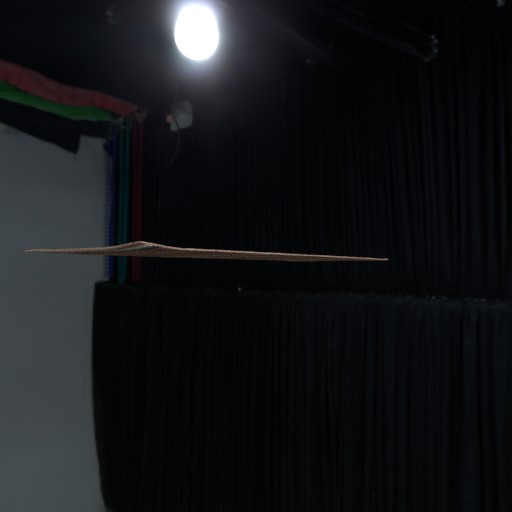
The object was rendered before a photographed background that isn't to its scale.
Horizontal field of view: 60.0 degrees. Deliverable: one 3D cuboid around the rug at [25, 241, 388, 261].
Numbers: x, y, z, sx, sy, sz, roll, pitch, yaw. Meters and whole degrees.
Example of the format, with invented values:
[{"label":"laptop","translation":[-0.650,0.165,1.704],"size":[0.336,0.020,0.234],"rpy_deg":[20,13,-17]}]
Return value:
[{"label":"rug","translation":[0.000,0.000,2.731],"size":[0.799,0.030,2.444],"rpy_deg":[-1,-2,36]}]
